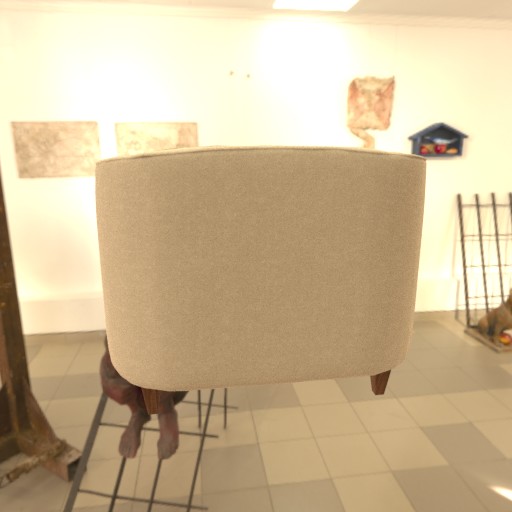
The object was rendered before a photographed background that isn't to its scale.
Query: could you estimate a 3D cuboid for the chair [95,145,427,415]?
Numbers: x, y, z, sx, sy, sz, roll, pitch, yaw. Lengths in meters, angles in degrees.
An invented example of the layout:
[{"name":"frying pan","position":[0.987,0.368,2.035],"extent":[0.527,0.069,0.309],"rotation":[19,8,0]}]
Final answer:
[{"name":"chair","position":[0.000,0.000,1.752],"extent":[1.104,0.852,0.941],"rotation":[-2,14,-8]}]
